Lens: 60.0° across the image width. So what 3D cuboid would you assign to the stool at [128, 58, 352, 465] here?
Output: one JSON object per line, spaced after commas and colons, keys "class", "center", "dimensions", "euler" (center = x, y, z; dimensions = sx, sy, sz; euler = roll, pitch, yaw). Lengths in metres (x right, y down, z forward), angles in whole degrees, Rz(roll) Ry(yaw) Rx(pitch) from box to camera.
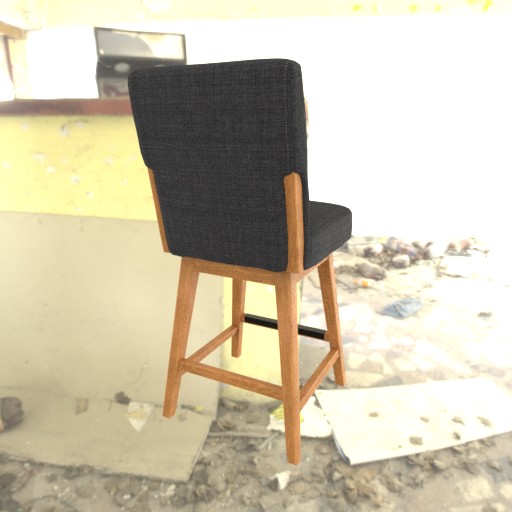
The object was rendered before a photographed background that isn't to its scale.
{"class": "stool", "center": [0.000, 0.000, 1.318], "dimensions": [0.459, 1.010, 0.526], "euler": [8, 18, 26]}
